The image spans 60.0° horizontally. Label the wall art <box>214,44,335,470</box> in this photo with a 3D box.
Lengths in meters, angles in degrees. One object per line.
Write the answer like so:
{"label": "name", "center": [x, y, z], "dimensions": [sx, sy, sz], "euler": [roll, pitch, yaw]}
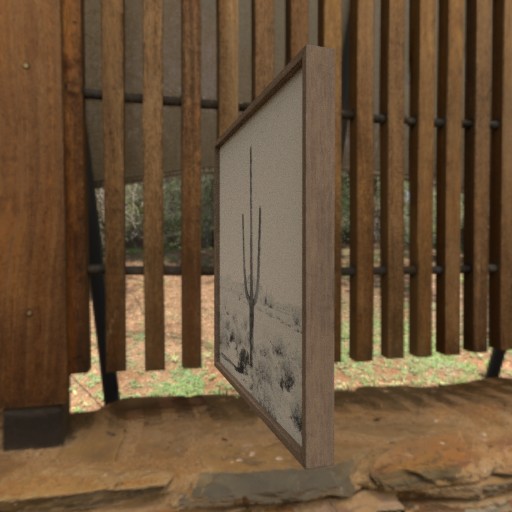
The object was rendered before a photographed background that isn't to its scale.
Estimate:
{"label": "wall art", "center": [0.000, 0.000, 0.777], "dimensions": [0.038, 0.508, 0.508], "euler": [0, 1, -18]}
